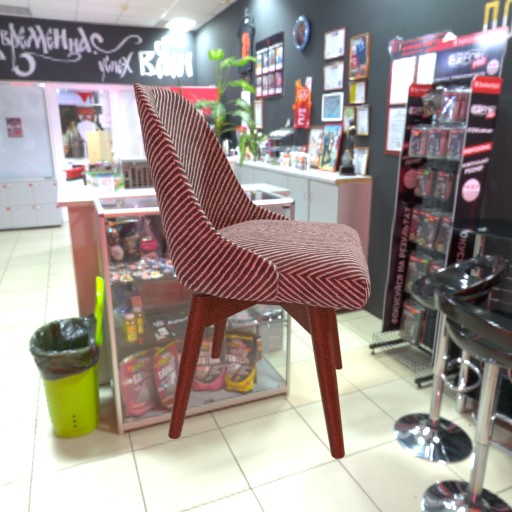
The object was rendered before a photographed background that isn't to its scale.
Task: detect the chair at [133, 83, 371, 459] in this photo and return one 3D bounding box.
[{"bbox_3d":[0.000,0.000,1.218,0.591,0.883,0.504,3,16,9],"label":"chair"}]
